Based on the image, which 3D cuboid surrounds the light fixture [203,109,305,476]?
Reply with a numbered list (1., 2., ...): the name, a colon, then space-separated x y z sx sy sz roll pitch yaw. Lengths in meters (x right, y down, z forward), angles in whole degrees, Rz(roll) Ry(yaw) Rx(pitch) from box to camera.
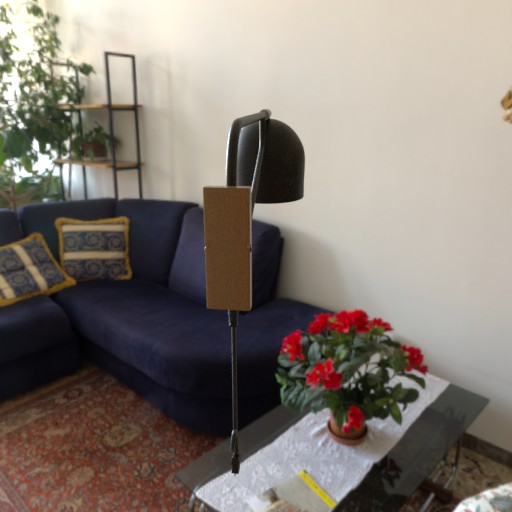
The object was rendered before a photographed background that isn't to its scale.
1. light fixture: 0.000 0.000 1.088 0.215 0.696 0.720 2 17 7
